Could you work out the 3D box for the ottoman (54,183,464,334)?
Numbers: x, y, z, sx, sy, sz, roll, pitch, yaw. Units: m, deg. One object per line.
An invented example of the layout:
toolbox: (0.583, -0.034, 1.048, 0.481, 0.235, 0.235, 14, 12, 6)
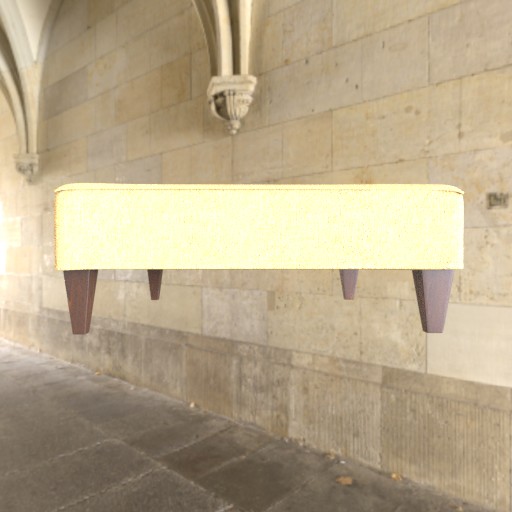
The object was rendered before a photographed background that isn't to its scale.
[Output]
ottoman: (0.000, 0.000, 1.509, 0.970, 0.378, 0.981, 0, 0, -1)
